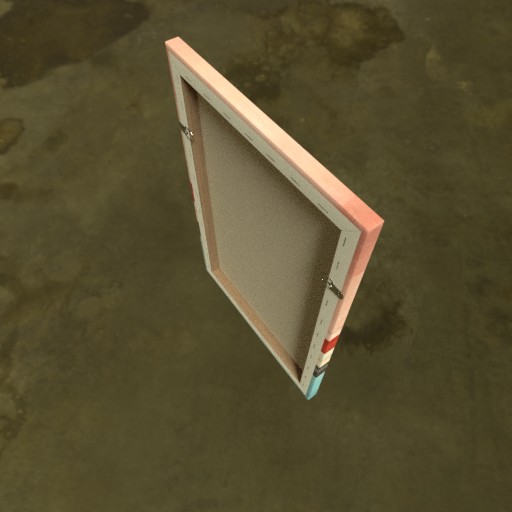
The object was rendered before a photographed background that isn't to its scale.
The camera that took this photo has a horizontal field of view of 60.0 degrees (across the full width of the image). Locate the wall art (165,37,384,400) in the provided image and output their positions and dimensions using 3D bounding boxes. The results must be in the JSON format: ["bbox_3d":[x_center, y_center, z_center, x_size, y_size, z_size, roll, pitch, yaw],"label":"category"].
[{"bbox_3d":[0.000,0.000,1.182,0.038,0.914,0.610,-31,62,-19],"label":"wall art"}]
